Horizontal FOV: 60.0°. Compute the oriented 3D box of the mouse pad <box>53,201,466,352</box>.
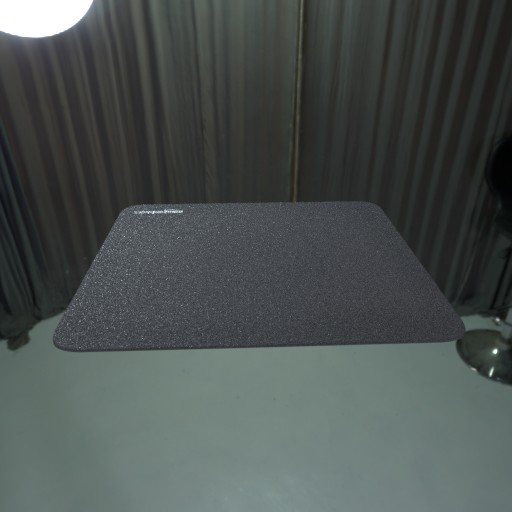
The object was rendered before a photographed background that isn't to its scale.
[{"bbox_3d":[0.000,0.000,0.438,0.315,0.002,0.269,-1,29,-2],"label":"mouse pad"}]
